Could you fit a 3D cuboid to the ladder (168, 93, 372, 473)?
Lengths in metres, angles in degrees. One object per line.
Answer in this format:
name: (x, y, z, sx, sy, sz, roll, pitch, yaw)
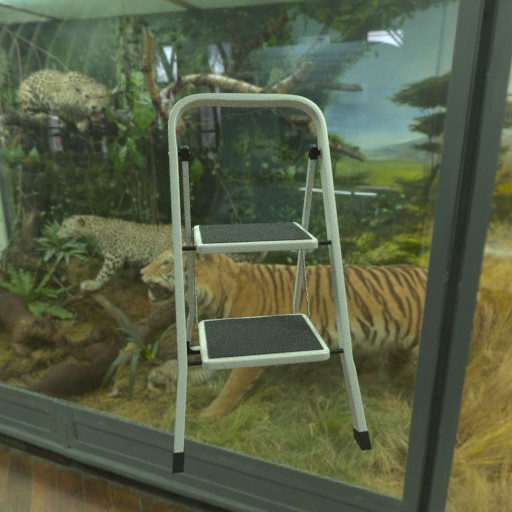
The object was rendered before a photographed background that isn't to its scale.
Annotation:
ladder: (0.000, 0.000, 1.146, 0.460, 0.810, 0.544, -3, 16, -9)
